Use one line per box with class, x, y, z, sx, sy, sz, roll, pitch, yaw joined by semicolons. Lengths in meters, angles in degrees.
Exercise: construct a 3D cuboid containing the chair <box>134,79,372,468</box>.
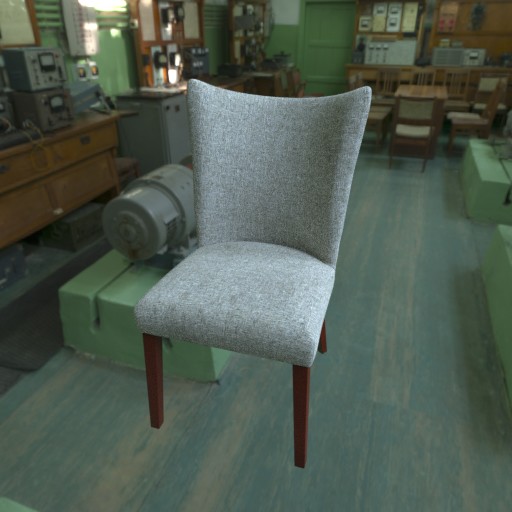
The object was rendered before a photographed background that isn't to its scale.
chair;0.000;0.000;1.309;0.535;0.924;0.623;8;29;15
